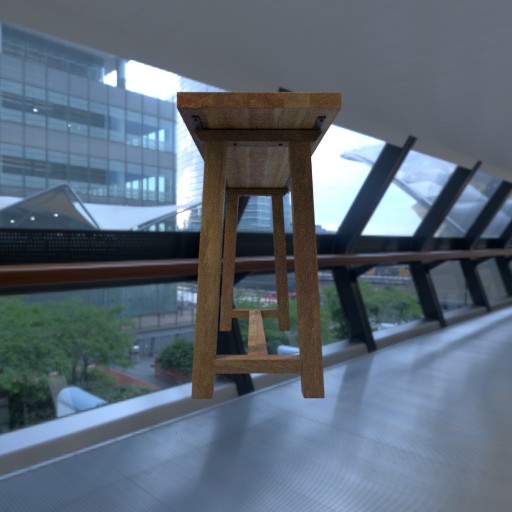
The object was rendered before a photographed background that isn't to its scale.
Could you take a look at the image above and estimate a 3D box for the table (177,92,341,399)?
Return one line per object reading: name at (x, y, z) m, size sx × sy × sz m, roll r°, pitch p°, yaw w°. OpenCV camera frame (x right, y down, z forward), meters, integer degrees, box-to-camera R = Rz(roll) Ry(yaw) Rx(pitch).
table at (0.000, 0.000, 1.852) m, size 0.405 × 0.810 × 1.524 m, roll 0°, pitch 0°, yaw -1°
